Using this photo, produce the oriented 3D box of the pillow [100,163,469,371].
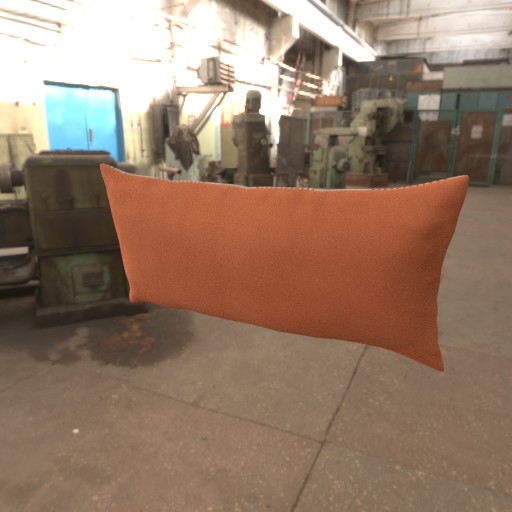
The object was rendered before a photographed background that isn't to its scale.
[{"bbox_3d":[0.000,0.000,0.732,0.608,0.292,0.156,8,17,26],"label":"pillow"}]
